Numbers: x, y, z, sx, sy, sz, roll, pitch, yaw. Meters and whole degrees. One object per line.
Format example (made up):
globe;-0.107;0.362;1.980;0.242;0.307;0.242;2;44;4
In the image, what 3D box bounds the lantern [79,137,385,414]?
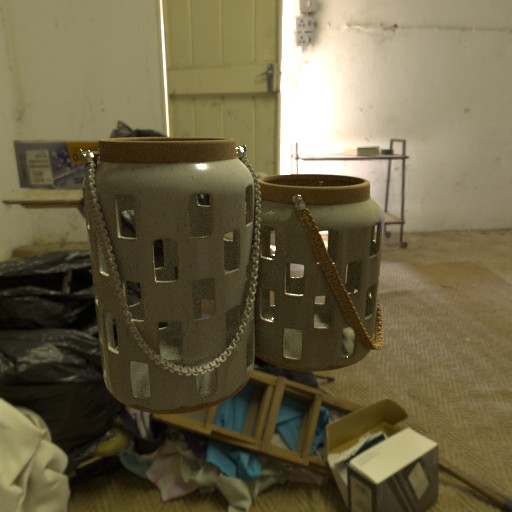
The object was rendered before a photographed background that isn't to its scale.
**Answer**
lantern;0.000;0.000;0.495;0.347;0.255;0.184;-8;19;-26
